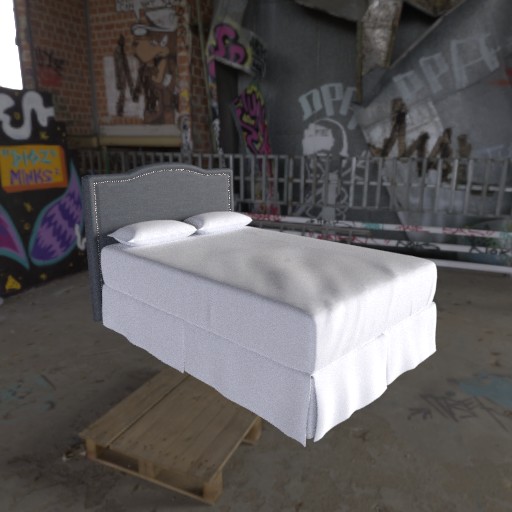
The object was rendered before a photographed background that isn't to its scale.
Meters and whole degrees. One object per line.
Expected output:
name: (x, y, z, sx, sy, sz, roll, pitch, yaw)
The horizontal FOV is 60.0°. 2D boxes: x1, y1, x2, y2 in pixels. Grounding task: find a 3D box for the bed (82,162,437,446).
bed: (0.000, 0.000, 3.657, 2.507, 1.441, 1.747, 14, 20, 43)
